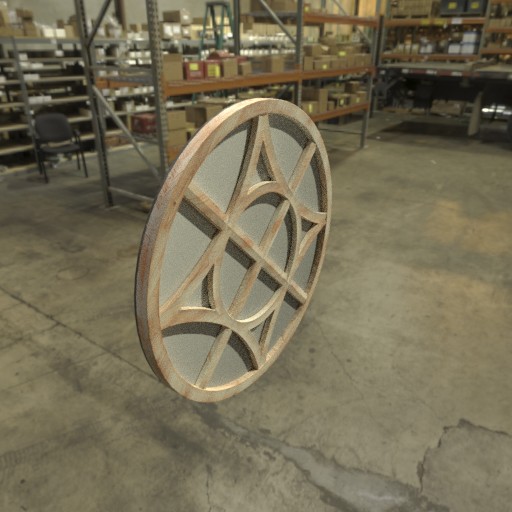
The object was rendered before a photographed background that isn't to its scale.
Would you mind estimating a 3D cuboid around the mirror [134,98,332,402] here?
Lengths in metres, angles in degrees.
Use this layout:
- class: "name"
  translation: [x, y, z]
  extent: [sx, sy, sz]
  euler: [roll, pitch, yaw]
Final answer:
- class: "mirror"
  translation: [0.000, 0.000, 1.059]
  extent: [0.038, 0.710, 0.710]
  euler: [17, 31, 32]
